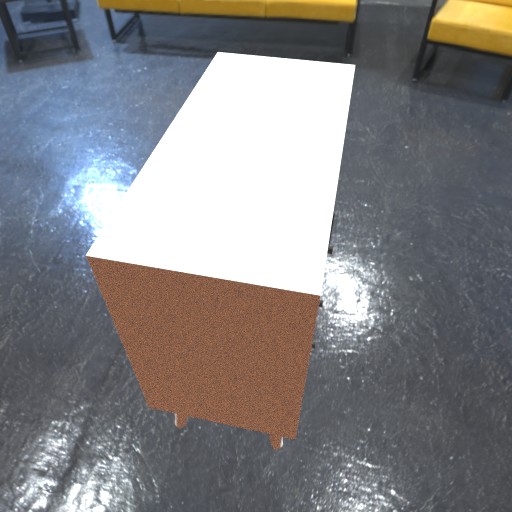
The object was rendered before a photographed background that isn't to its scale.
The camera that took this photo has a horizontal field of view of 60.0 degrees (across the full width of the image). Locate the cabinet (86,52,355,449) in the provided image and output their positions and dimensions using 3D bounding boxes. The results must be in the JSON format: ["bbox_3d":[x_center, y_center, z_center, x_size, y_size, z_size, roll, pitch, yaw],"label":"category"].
[{"bbox_3d":[0.000,0.000,1.240,0.398,0.761,0.800,9,48,8],"label":"cabinet"}]
